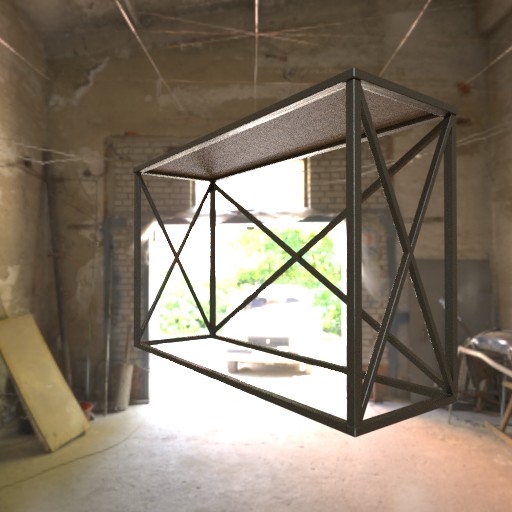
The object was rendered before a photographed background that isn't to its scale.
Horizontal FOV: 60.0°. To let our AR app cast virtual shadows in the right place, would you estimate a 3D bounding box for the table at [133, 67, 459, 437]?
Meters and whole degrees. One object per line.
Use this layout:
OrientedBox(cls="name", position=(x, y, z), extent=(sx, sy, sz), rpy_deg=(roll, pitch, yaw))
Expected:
OrientedBox(cls="table", position=(0.000, 0.000, 1.503), extent=(0.402, 0.753, 1.216), rpy_deg=(1, -1, -36))
